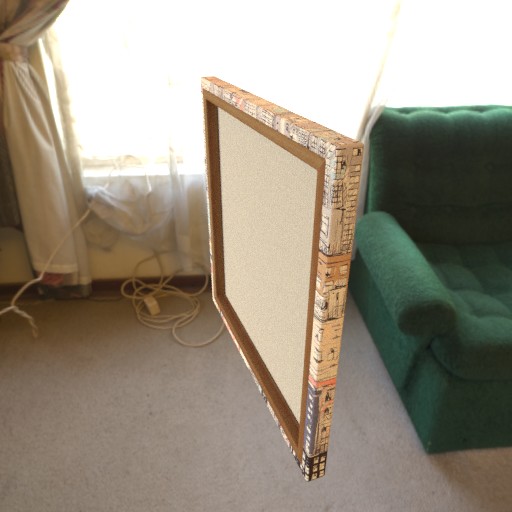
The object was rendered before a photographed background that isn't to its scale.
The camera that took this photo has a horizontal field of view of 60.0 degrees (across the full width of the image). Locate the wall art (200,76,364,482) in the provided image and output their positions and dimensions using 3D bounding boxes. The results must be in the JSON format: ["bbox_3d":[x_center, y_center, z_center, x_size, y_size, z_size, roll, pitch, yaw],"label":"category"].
[{"bbox_3d":[0.000,0.000,0.898,0.038,0.608,0.607,-11,31,-18],"label":"wall art"}]
